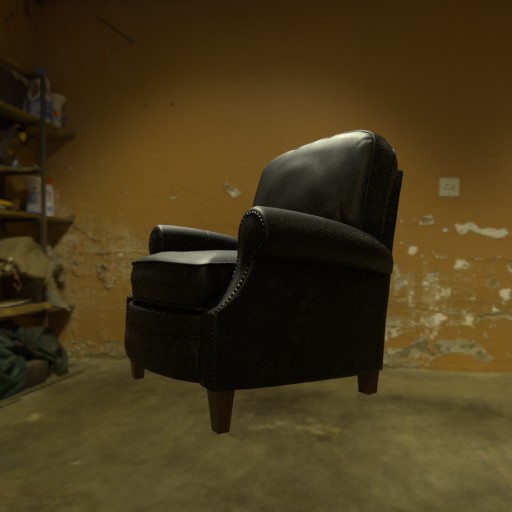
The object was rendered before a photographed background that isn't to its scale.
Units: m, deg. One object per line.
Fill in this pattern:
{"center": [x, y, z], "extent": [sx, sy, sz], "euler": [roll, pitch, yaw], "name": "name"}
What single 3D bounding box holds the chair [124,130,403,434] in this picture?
{"center": [0.000, 0.000, 1.768], "extent": [0.986, 1.018, 0.936], "euler": [1, -1, -34], "name": "chair"}
